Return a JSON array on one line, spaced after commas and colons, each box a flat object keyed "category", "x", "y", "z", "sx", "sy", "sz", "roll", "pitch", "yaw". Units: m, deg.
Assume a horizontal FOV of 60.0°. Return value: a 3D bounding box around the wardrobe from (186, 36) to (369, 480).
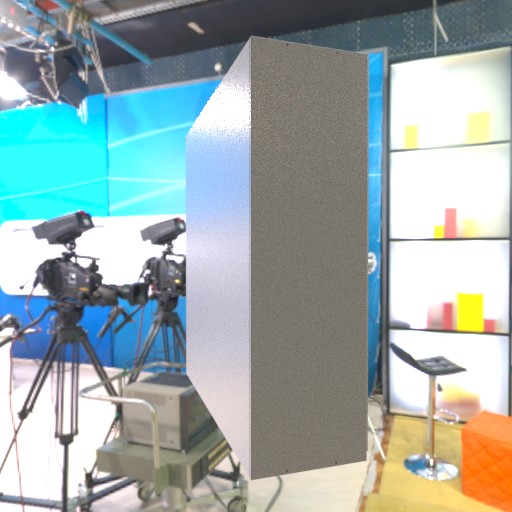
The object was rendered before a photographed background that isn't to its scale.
[{"category": "wardrobe", "x": 0.000, "y": 0.000, "z": 2.891, "sx": 0.629, "sy": 1.960, "sz": 1.780, "roll": 0, "pitch": 1, "yaw": -18}]
